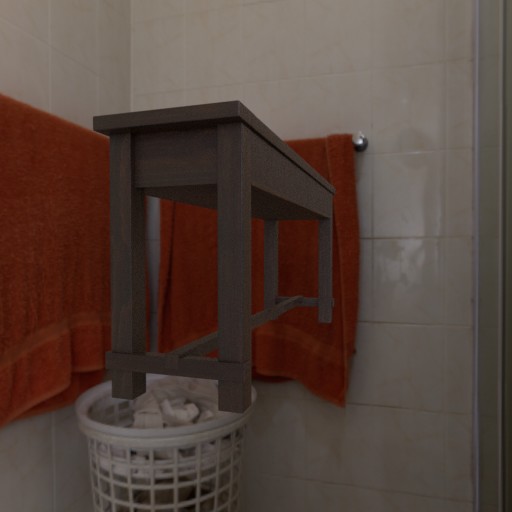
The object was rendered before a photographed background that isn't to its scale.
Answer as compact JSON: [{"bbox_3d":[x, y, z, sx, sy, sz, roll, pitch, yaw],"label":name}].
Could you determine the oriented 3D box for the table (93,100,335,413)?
[{"bbox_3d":[0.000,0.000,1.874,0.442,0.762,1.599,0,1,18],"label":"table"}]
